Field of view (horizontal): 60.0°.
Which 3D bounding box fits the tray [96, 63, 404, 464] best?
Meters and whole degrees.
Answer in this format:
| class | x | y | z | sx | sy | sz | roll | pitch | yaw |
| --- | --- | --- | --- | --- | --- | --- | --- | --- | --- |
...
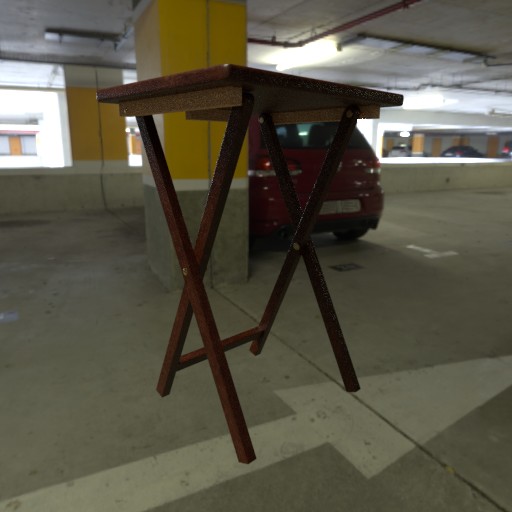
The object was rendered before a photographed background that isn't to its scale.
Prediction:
| class | x | y | z | sx | sy | sz | roll | pitch | yaw |
| --- | --- | --- | --- | --- | --- | --- | --- | --- | --- |
| tray | 0.000 | 0.000 | 0.947 | 0.483 | 0.660 | 0.381 | -13 | 18 | -43 |
